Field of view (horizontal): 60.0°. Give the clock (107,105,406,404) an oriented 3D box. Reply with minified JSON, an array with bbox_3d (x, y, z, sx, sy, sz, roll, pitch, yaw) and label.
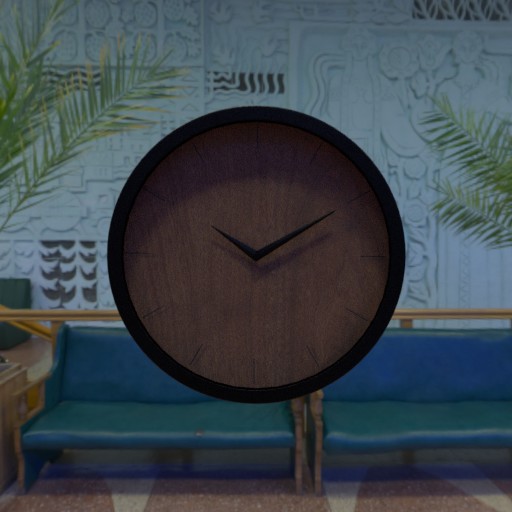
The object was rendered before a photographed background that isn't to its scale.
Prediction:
[{"bbox_3d":[0.000,0.000,0.483,0.314,0.314,0.040,0,2,1],"label":"clock"}]
